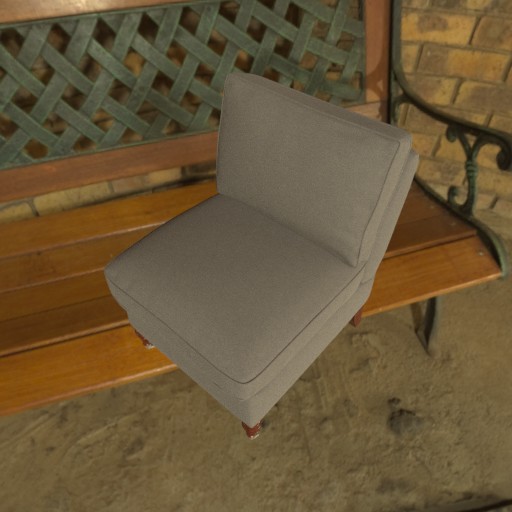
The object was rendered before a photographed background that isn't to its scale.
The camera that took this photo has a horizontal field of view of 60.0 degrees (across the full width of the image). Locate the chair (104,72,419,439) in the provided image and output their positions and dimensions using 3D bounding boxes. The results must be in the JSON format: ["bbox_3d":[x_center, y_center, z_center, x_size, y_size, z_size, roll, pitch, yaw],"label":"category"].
[{"bbox_3d":[0.000,0.000,1.678,0.724,1.045,0.924,32,54,27],"label":"chair"}]
